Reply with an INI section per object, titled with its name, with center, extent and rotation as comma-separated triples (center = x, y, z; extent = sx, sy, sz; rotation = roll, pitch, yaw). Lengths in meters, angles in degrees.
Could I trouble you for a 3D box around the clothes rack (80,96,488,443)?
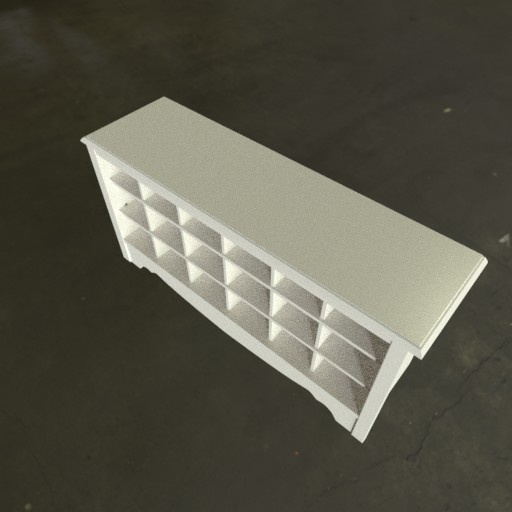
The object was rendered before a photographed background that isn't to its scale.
[clothes rack]
center = 0.000, 0.000, 1.363
extent = 1.120, 0.531, 0.324
rotation = 33, 56, 26
